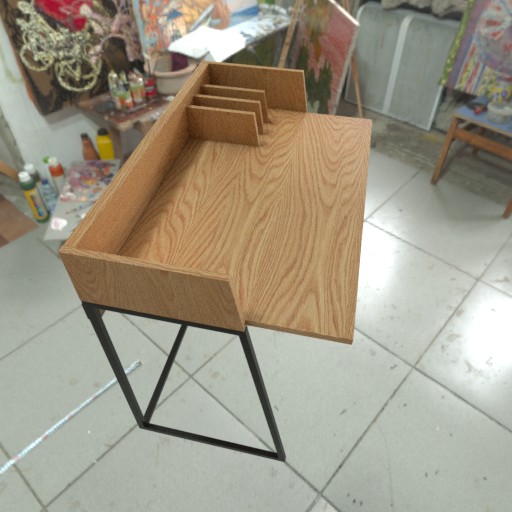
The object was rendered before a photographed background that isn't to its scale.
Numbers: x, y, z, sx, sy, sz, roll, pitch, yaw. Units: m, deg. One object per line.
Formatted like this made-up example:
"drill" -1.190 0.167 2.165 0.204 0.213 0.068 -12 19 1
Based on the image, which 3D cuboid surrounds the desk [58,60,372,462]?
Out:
"desk" 0.000 0.000 1.836 0.769 1.061 1.191 9 47 9
